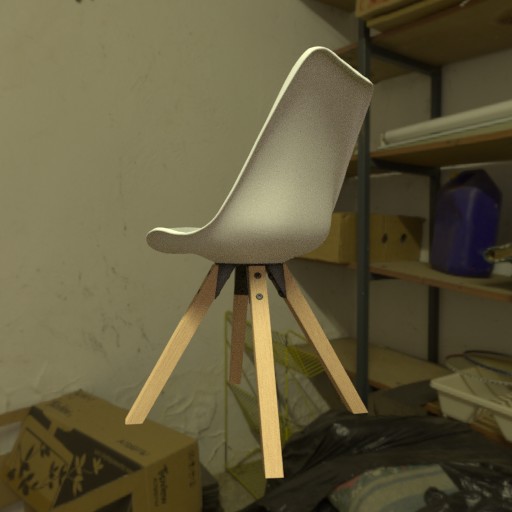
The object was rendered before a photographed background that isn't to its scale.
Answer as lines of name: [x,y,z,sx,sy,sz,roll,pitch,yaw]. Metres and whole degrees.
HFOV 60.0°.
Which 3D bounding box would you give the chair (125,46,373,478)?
chair: [0.000,0.000,1.139,0.550,0.850,0.485,1,2,37]
